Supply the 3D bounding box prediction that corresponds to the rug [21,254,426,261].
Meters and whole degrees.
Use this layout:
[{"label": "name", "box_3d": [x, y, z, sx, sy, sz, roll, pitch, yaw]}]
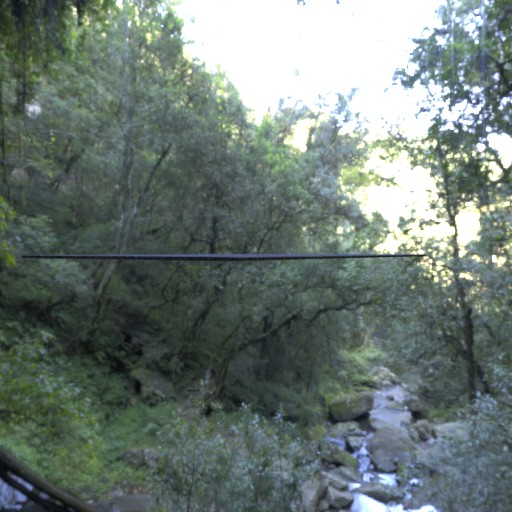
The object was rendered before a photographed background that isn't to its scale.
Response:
[{"label": "rug", "box_3d": [0.000, 0.000, 2.202, 1.158, 0.013, 1.752, 0, 1, 37]}]
